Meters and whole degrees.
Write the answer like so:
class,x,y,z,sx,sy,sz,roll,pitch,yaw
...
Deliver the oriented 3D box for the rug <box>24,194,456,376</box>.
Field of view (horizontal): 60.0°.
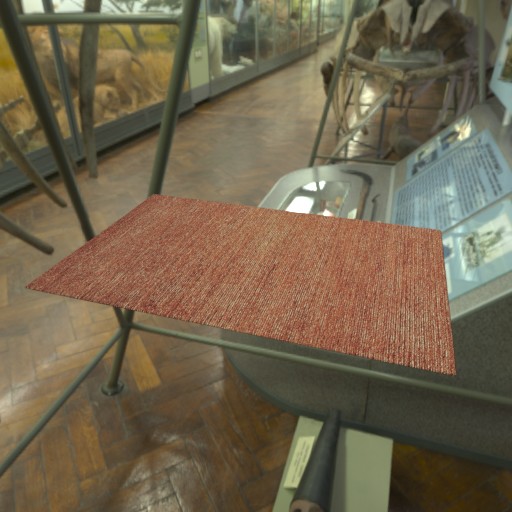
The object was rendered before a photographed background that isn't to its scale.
class,x,y,z,sx,sy,sz,roll,pitch,yaw
rug,0.000,0.000,2.160,1.747,0.011,1.139,9,31,15
